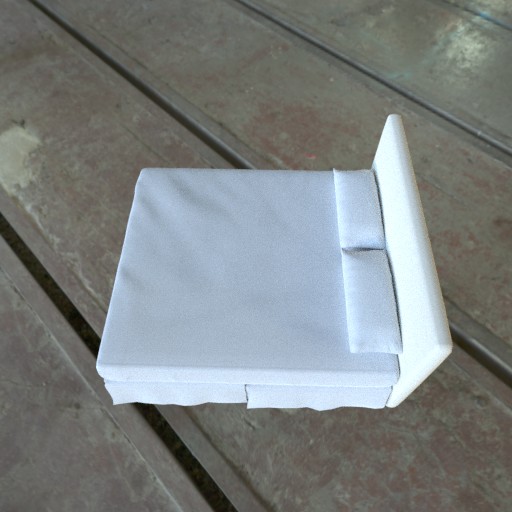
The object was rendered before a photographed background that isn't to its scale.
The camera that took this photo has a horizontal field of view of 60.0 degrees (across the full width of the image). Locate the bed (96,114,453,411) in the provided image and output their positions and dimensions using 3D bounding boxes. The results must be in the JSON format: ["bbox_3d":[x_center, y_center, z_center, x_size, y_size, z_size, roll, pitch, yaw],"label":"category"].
[{"bbox_3d":[0.000,0.000,3.617,2.341,1.317,2.119,1,57,1],"label":"bed"}]
